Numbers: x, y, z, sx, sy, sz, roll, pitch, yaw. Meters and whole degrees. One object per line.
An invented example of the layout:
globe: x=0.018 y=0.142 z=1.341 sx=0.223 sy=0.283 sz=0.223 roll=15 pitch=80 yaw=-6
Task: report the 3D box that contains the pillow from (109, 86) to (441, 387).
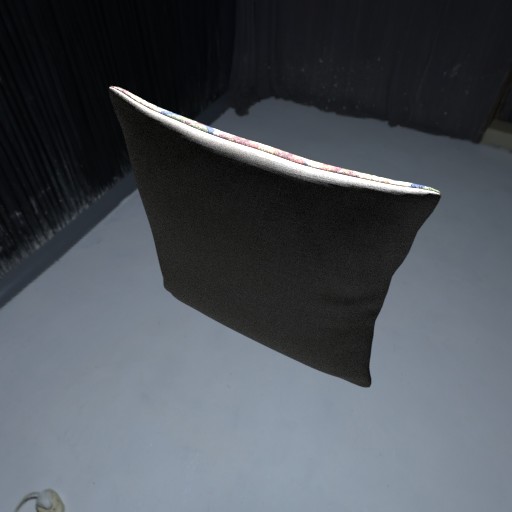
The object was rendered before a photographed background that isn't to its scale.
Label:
pillow: x=0.000 y=0.000 z=0.790 sx=0.523 sy=0.506 sz=0.166 roll=23 pitch=52 yaw=20
